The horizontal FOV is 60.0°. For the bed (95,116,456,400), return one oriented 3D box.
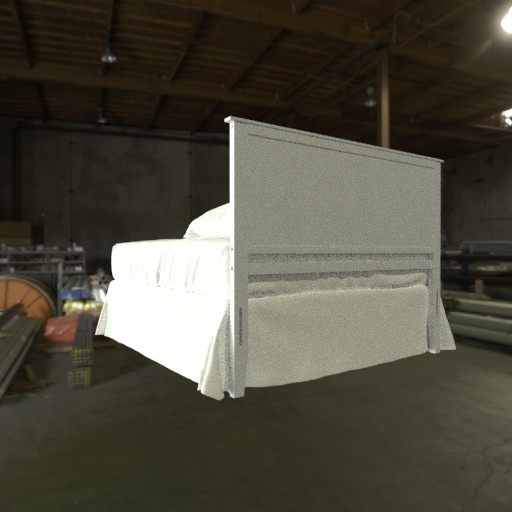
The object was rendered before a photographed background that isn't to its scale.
[{"bbox_3d":[0.000,0.000,3.255,1.876,1.269,2.047,0,1,-35],"label":"bed"}]
